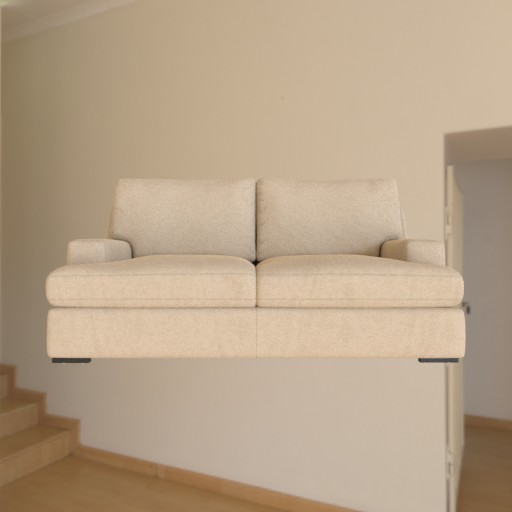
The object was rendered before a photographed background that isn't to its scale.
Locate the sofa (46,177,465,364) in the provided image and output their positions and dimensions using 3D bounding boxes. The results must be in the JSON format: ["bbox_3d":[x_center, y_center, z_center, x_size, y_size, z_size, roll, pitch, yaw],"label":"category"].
[{"bbox_3d":[0.000,0.000,2.399,1.885,0.967,0.962,0,-1,0],"label":"sofa"}]
